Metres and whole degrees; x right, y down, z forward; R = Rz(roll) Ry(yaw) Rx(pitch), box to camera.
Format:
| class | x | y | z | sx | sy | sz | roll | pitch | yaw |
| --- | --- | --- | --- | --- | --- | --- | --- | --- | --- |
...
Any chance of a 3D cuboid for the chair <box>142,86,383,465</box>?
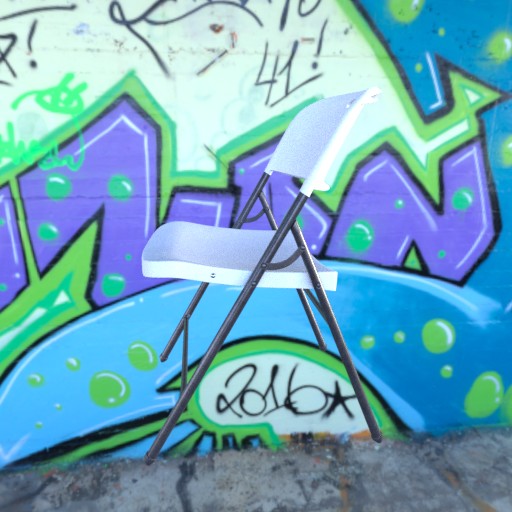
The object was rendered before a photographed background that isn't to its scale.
| class | x | y | z | sx | sy | sz | roll | pitch | yaw |
| --- | --- | --- | --- | --- | --- | --- | --- | --- | --- |
| chair | 0.000 | 0.000 | 1.142 | 0.566 | 0.810 | 0.494 | -2 | 16 | -7 |
